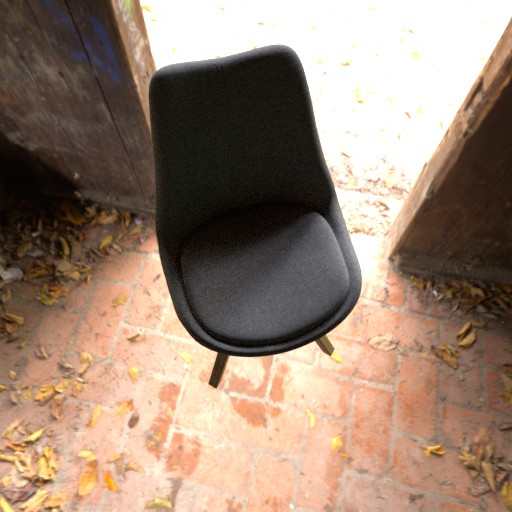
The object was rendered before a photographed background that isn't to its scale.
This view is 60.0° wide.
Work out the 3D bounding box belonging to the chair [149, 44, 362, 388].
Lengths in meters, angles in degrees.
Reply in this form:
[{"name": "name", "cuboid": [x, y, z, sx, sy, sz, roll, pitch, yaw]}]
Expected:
[{"name": "chair", "cuboid": [0.000, 0.000, 1.189, 0.483, 0.865, 0.550, -14, 65, -7]}]
